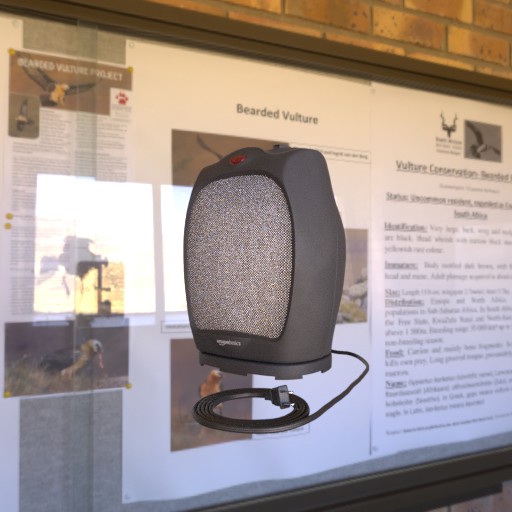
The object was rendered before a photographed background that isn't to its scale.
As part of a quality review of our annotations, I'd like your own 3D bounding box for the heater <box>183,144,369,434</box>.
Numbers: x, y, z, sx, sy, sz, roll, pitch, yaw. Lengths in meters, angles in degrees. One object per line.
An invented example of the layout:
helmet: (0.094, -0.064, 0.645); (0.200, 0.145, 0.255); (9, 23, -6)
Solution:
heater: (0.000, 0.000, 0.474); (0.239, 0.255, 0.291); (-1, -1, 37)
